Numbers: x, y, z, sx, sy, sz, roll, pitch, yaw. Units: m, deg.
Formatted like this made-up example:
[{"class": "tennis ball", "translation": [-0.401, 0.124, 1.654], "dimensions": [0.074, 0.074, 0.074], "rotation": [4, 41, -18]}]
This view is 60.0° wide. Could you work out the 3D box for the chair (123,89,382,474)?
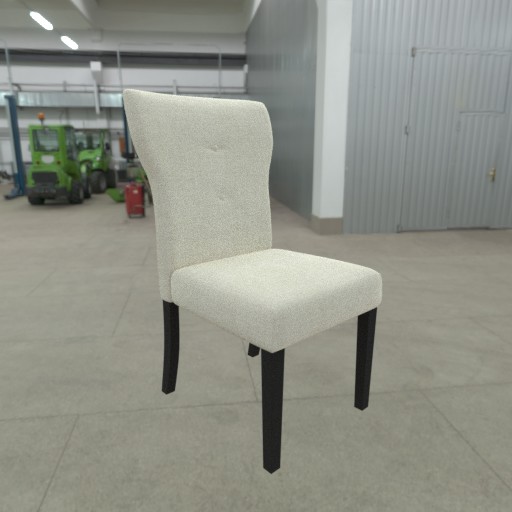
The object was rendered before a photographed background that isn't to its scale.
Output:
[{"class": "chair", "translation": [0.000, 0.000, 1.291], "dimensions": [0.509, 0.921, 0.597], "rotation": [-13, 19, -41]}]
